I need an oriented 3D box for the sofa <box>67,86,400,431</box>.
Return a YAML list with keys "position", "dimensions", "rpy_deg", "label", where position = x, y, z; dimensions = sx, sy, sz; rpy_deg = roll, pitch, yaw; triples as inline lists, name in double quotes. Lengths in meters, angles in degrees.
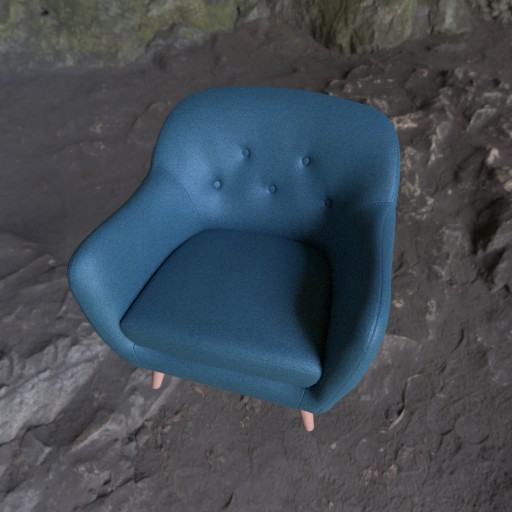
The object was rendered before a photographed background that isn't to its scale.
- position: [0.000, 0.000, 1.460]
  dimensions: [0.836, 0.817, 0.825]
  rpy_deg: [11, 42, 12]
  label: "sofa"
